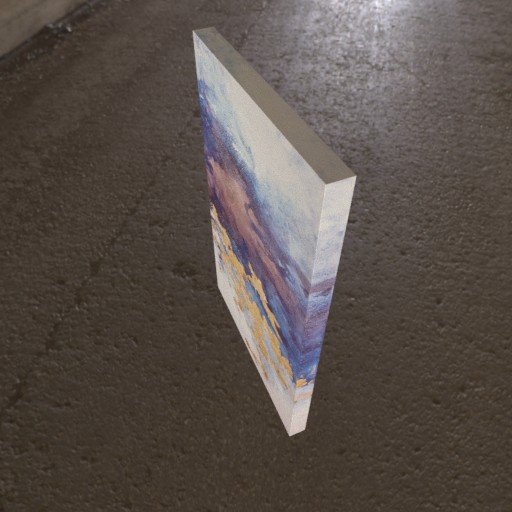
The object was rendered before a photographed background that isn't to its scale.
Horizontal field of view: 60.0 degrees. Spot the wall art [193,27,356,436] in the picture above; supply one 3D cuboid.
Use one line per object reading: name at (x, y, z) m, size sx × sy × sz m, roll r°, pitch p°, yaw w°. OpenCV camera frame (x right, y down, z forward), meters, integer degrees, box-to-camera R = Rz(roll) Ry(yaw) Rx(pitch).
wall art at (0.000, 0.000, 1.099) m, size 0.048 × 0.874 × 0.583 m, roll -17°, pitch 49°, yaw -16°
